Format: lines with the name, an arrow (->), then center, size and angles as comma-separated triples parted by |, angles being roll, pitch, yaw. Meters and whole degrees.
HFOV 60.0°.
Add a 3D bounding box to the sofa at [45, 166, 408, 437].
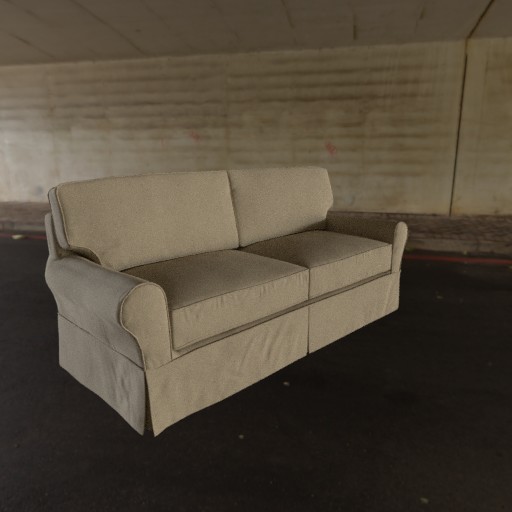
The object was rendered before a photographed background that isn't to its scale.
sofa -> 0.000, 0.000, 2.692 | 2.246, 1.014, 0.900 | -13, 19, -43
